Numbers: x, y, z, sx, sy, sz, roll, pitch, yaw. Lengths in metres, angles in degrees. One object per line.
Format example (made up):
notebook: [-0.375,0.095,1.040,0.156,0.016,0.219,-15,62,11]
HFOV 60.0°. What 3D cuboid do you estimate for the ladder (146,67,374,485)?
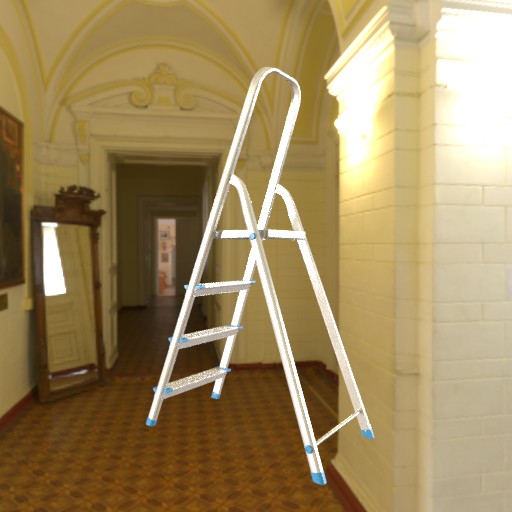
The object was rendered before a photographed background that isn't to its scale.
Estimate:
ladder: [0.000,0.000,1.811,0.842,1.434,0.445,1,1,36]
